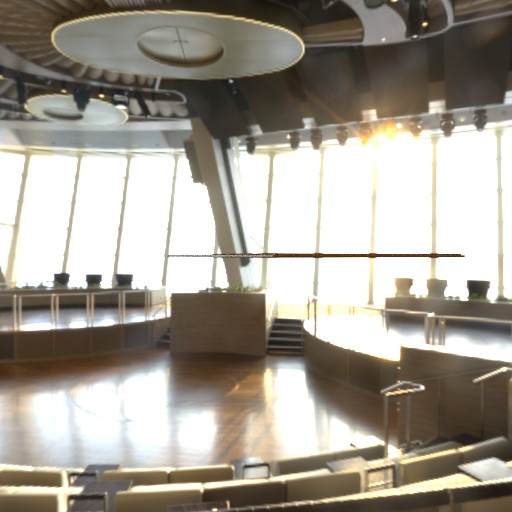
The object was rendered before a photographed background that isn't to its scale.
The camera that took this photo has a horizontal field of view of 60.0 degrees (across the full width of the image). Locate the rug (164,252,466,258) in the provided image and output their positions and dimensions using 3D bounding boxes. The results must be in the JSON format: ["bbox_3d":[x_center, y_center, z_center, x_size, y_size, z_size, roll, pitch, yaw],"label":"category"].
[{"bbox_3d":[0.000,0.000,1.949,0.556,0.013,1.820,0,0,-19],"label":"rug"}]
